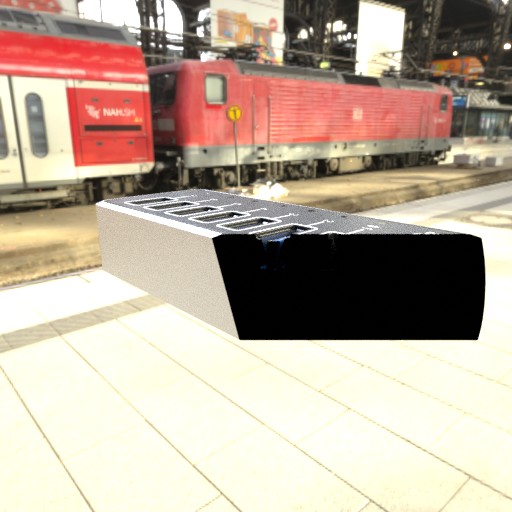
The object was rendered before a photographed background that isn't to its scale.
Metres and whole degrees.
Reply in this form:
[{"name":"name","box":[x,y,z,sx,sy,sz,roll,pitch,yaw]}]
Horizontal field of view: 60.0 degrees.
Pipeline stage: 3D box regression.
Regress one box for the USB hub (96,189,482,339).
[{"name":"USB hub","box":[0.000,0.000,0.124,0.044,0.023,0.110,-15,22,-41]}]
